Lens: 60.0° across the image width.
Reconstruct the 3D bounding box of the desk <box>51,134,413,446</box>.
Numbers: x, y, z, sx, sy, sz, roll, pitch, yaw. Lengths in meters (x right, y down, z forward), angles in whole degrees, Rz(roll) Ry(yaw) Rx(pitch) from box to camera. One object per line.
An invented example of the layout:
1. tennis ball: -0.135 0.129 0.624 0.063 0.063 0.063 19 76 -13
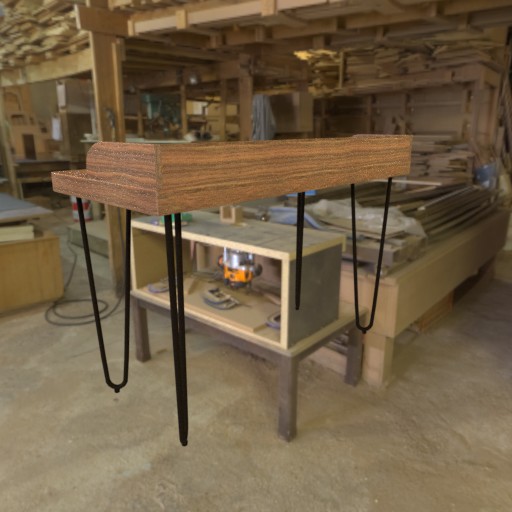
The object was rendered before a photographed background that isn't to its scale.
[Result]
1. desk: 0.000 0.000 1.641 0.565 0.854 1.200 15 22 42
